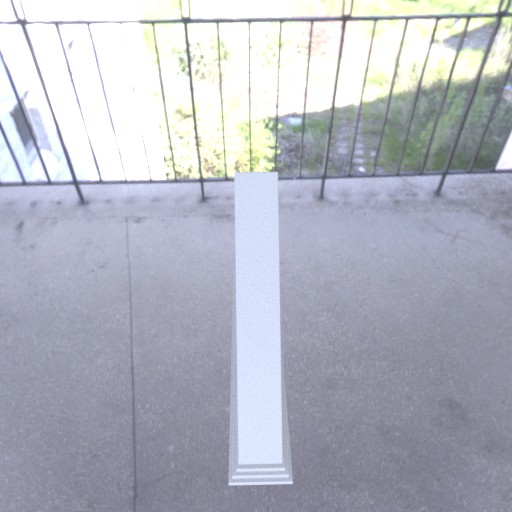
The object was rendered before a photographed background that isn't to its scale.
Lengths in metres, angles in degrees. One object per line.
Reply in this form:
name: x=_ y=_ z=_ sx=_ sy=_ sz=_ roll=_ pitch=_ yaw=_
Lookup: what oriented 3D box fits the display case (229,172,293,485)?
display case: x=0.000 y=0.000 z=0.784 sx=0.095 sy=0.340 sz=0.640 roll=-1 pitch=42 yaw=-1
